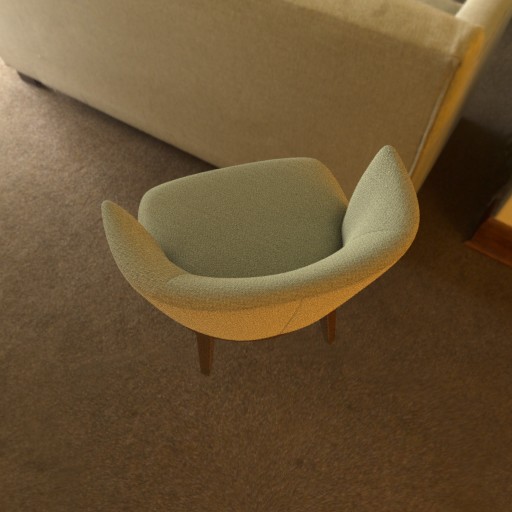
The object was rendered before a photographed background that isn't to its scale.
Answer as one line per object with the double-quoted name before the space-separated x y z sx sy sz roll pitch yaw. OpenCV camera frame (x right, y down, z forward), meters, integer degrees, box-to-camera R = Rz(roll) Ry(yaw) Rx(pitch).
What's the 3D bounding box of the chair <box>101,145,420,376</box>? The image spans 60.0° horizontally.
"chair" 0.000 0.000 1.294 0.700 0.760 0.660 -13 59 -8
